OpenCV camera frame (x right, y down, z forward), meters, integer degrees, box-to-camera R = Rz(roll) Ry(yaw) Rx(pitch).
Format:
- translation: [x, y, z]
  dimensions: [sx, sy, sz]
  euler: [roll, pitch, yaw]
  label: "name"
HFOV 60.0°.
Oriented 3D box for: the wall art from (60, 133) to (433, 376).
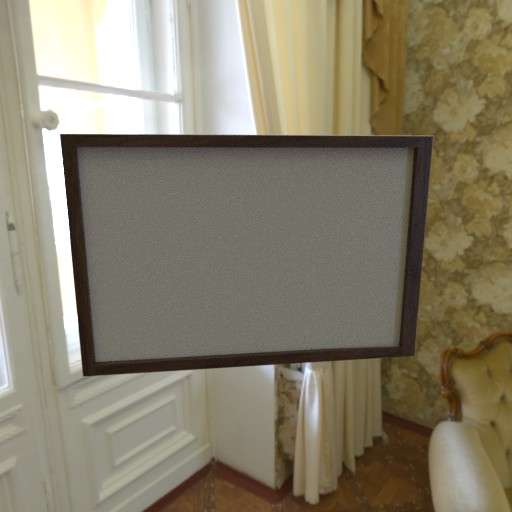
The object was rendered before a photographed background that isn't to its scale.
- translation: [0.000, 0.000, 1.928]
  dimensions: [1.520, 1.016, 0.051]
  euler: [-2, 13, -7]
  label: "wall art"
